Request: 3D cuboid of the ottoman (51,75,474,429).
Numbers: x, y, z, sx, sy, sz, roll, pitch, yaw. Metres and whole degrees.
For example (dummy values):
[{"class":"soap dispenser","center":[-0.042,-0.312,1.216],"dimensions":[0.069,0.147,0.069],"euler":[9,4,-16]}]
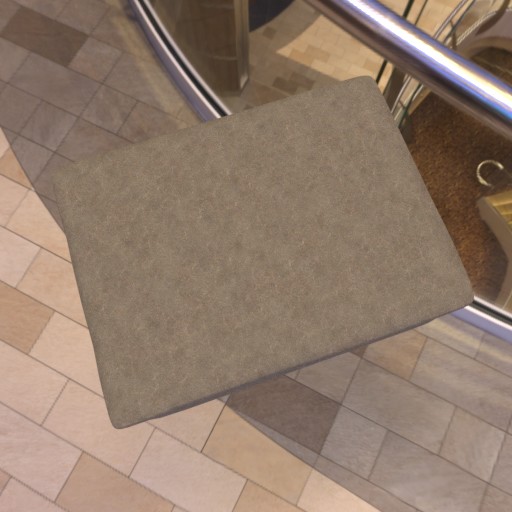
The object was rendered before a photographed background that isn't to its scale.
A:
[{"class":"ottoman","center":[0.000,0.000,1.209],"dimensions":[0.839,0.464,0.639],"euler":[-18,76,-5]}]
